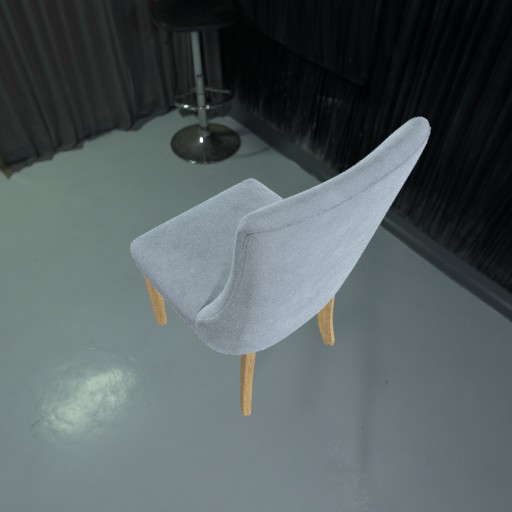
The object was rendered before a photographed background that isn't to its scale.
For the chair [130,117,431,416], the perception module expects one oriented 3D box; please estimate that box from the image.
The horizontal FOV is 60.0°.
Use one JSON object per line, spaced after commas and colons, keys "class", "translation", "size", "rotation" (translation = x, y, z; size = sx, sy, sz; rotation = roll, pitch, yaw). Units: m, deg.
{"class": "chair", "translation": [0.000, 0.000, 1.223], "size": [0.495, 0.902, 0.610], "rotation": [-32, 56, -25]}
